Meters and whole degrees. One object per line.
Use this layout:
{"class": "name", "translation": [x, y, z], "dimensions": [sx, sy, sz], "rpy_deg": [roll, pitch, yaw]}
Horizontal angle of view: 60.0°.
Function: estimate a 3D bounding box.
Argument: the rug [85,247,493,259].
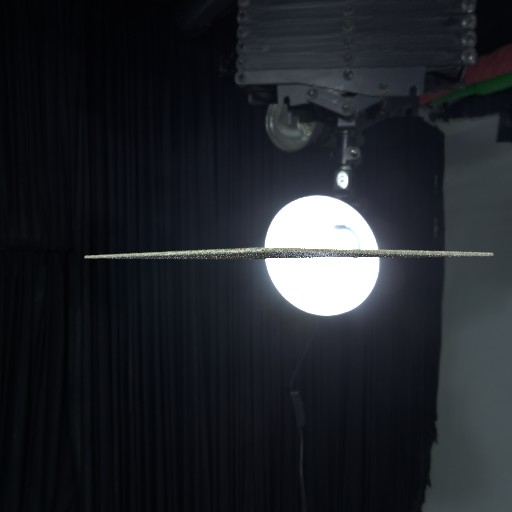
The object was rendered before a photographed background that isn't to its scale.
{"class": "rug", "translation": [0.000, 0.000, 2.876], "dimensions": [1.532, 0.018, 2.297], "rpy_deg": [1, -1, -36]}
